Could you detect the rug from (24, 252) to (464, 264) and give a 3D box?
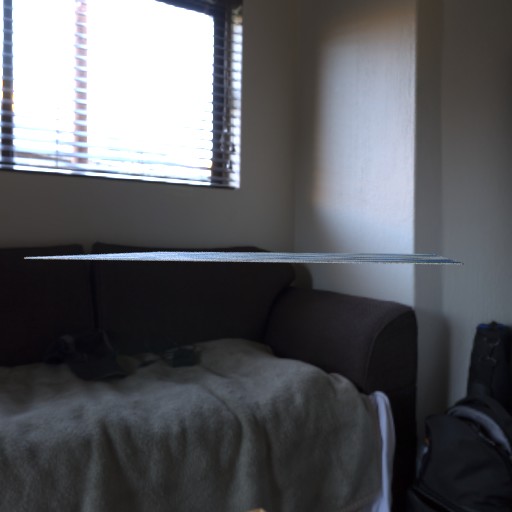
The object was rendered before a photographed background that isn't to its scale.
[{"bbox_3d":[0.000,0.000,2.319,1.827,0.005,1.229,1,2,18],"label":"rug"}]
